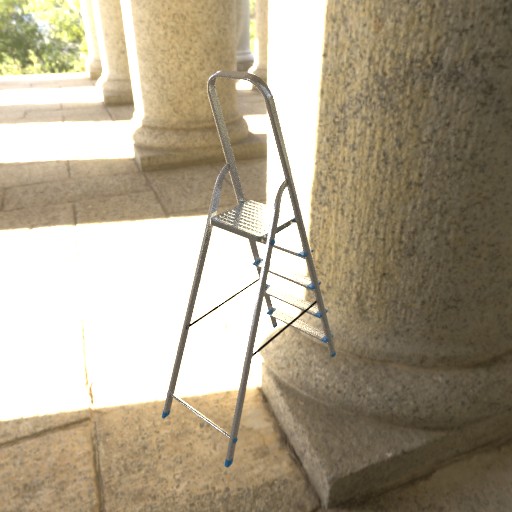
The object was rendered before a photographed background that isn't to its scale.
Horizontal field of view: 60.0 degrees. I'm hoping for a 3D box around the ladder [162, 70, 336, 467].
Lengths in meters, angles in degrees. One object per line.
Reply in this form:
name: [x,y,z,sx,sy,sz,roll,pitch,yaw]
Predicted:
ladder: [0.000,0.000,2.100,0.468,1.648,0.990,22,36,33]
